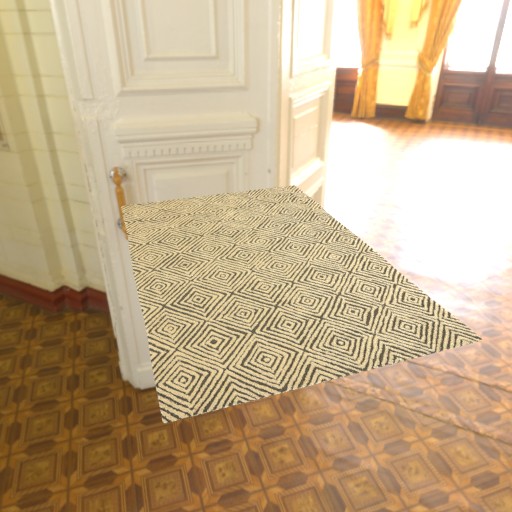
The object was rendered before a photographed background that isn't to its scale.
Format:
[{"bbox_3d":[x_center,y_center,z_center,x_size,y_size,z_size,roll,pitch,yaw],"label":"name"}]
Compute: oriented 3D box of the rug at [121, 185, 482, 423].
[{"bbox_3d":[0.000,0.000,2.190,1.177,0.004,1.750,-9,30,-16],"label":"rug"}]
